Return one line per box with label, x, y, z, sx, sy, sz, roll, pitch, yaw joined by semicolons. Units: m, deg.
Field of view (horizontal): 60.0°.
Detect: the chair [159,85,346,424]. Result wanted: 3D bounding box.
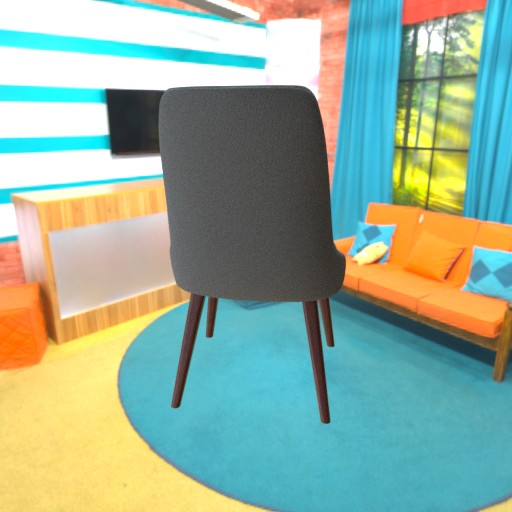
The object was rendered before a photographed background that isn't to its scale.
chair;0.000;0.000;1.334;0.535;0.918;0.707;3;17;9
